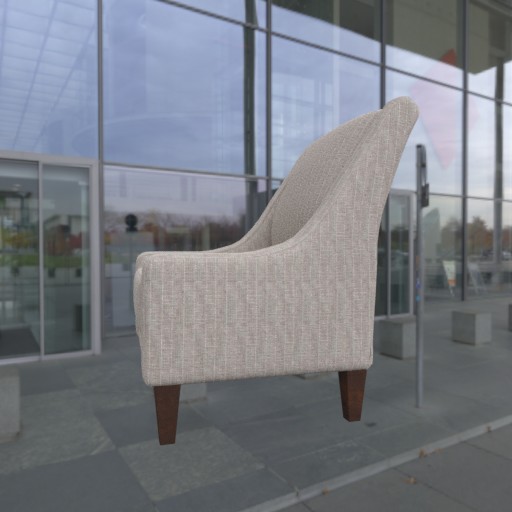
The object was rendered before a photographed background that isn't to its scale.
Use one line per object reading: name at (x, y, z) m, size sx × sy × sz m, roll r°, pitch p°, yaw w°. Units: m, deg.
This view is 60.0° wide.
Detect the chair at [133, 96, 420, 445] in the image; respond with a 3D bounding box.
chair at (0.000, 0.000, 1.636) m, size 0.870 × 1.014 × 0.774 m, roll 0°, pitch 1°, yaw -17°
